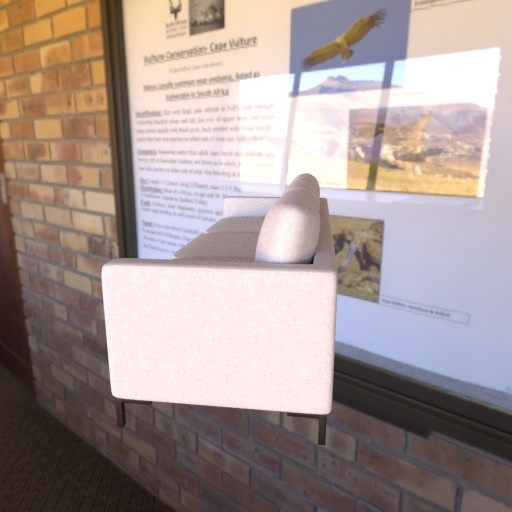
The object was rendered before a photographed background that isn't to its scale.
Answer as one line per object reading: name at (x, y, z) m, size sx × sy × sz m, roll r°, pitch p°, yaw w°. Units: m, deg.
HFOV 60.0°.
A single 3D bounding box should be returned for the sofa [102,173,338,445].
sofa at (0.000, 0.000, 2.627) m, size 0.859 × 0.874 × 2.218 m, roll 2°, pitch 14°, yaw 8°
